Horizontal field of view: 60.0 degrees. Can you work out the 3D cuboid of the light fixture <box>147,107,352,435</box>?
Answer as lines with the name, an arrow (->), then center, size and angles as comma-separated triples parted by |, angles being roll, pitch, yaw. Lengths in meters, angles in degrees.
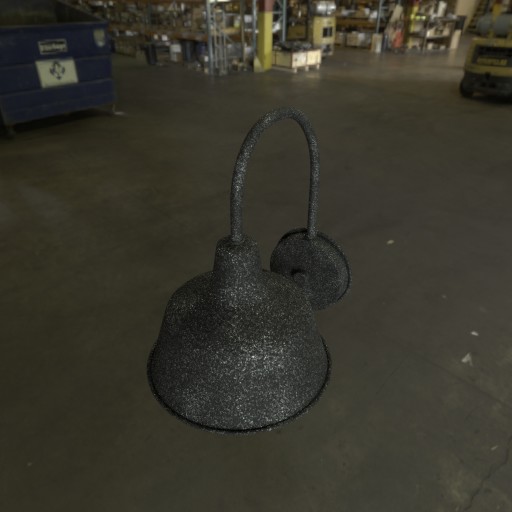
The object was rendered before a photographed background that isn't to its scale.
light fixture -> 0.000, 0.000, 0.486 | 0.216, 0.300, 0.283 | 19, 36, 29
